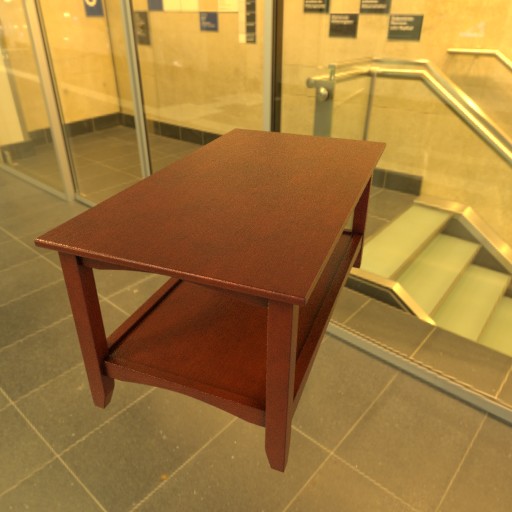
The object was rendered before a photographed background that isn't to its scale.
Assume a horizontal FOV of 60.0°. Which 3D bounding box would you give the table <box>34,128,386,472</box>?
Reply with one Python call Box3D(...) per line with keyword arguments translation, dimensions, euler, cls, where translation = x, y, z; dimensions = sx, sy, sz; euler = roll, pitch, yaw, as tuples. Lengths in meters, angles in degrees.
Box3D(translation=(0.000, 0.000, 1.244), dimensions=(0.533, 0.456, 0.943), euler=(11, 31, 19), cls="table")
